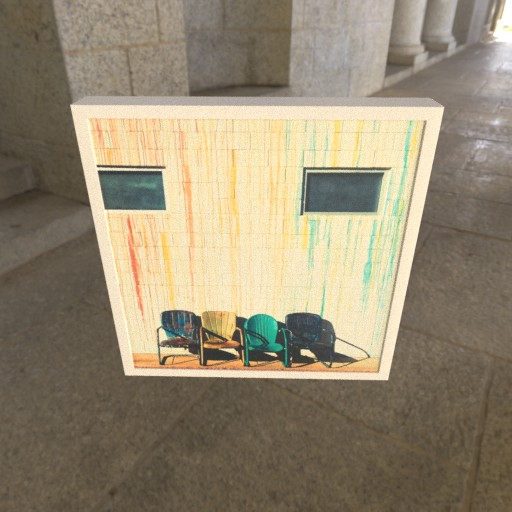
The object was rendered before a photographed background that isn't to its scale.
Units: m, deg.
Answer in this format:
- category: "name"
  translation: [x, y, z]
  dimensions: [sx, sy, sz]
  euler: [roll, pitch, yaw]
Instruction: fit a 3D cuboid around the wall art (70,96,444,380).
- category: "wall art"
  translation: [0.000, 0.000, 0.453]
  dimensions: [0.305, 0.305, 0.038]
  euler: [1, 30, 1]
